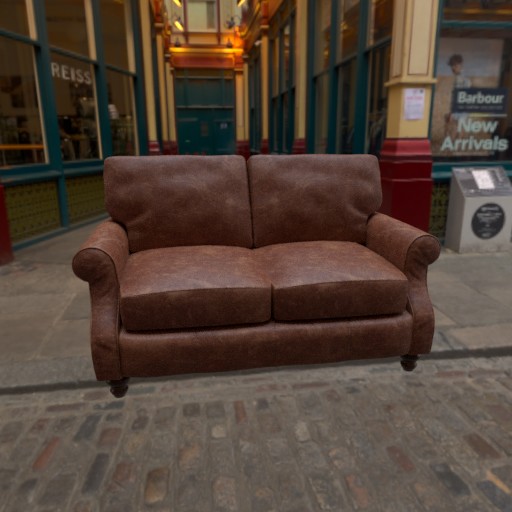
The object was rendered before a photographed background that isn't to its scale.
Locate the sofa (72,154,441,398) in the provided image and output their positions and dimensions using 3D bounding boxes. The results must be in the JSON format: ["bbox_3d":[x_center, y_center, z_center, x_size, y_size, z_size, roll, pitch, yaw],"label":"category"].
[{"bbox_3d":[0.000,0.000,2.231,1.616,0.967,0.990,-2,16,-9],"label":"sofa"}]
